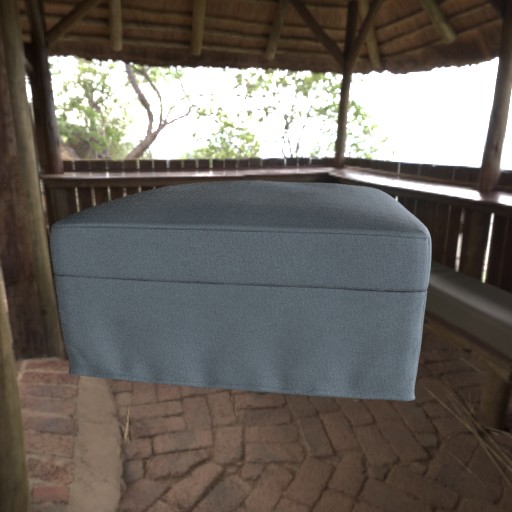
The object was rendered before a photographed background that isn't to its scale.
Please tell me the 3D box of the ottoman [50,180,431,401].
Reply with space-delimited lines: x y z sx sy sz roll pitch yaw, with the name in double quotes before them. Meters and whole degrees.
"ottoman" 0.000 0.000 1.353 0.843 0.441 0.842 2 15 8
